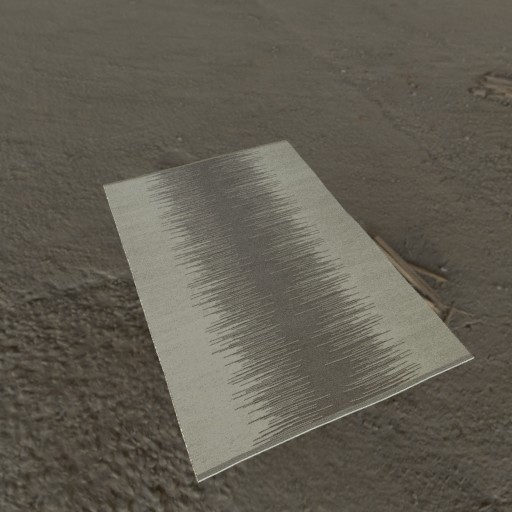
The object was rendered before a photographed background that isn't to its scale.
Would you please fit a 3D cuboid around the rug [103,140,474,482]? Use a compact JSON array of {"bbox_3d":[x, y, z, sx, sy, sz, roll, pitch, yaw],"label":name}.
[{"bbox_3d":[0.000,0.000,2.270,1.226,0.007,1.815,-18,50,-16],"label":"rug"}]
